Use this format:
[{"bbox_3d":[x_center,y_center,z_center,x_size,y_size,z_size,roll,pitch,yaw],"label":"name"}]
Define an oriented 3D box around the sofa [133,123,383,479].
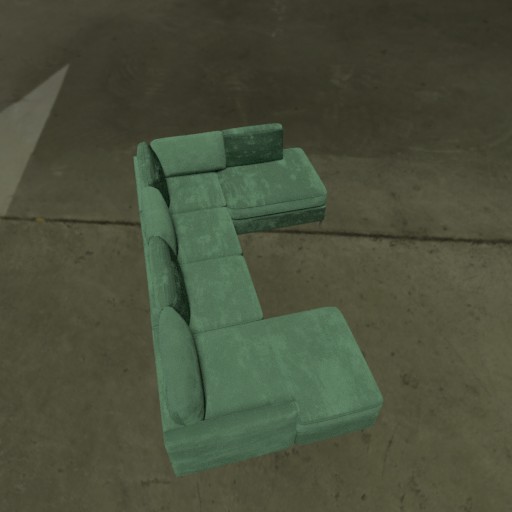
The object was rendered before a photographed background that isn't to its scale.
[{"bbox_3d":[0.000,0.000,4.283,2.055,0.992,3.434,-10,46,-10],"label":"sofa"}]
